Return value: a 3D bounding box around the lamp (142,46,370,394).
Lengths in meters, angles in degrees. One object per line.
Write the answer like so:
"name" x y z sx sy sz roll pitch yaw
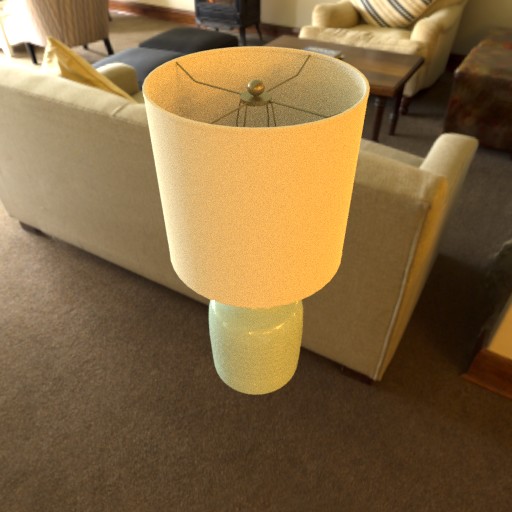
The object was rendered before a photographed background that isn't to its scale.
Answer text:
"lamp" 0.000 0.000 1.113 0.418 0.871 0.418 -11 42 -12
